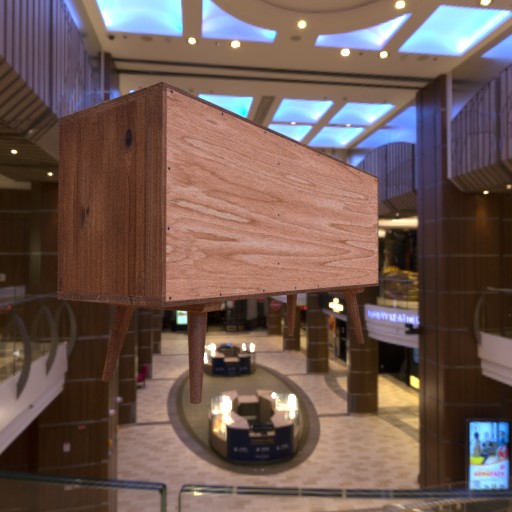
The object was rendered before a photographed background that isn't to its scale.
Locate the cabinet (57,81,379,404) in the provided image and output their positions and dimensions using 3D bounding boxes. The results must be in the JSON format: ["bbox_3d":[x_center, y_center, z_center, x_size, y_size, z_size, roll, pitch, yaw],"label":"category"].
[{"bbox_3d":[0.000,0.000,1.745,0.472,0.800,1.400,-1,-2,36],"label":"cabinet"}]
